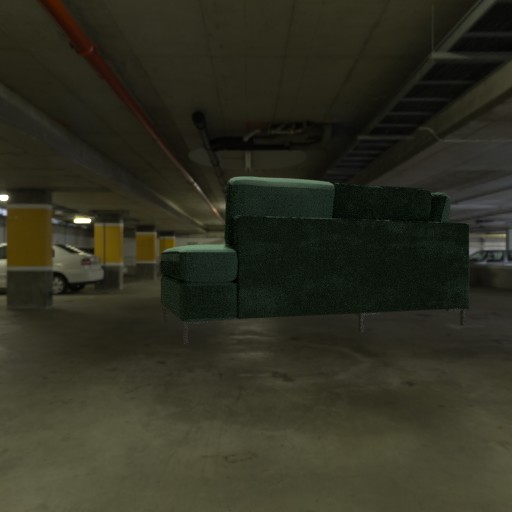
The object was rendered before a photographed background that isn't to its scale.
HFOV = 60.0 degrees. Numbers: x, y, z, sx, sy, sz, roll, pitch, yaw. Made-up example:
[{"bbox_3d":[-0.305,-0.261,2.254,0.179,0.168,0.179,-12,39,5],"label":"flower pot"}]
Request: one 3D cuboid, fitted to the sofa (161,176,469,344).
[{"bbox_3d":[0.000,0.000,4.402,2.055,0.992,3.434,0,0,-19],"label":"sofa"}]
